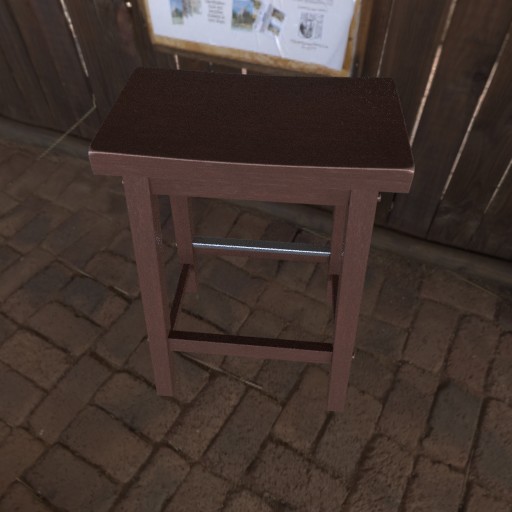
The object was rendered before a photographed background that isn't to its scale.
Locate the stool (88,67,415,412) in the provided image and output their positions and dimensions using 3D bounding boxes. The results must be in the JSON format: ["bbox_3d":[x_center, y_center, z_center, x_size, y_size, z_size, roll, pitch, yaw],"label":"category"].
[{"bbox_3d":[0.000,0.000,0.843,0.406,0.610,0.322,4,49,4],"label":"stool"}]
